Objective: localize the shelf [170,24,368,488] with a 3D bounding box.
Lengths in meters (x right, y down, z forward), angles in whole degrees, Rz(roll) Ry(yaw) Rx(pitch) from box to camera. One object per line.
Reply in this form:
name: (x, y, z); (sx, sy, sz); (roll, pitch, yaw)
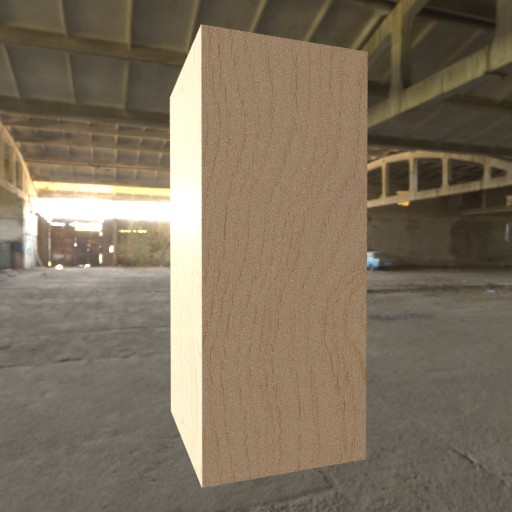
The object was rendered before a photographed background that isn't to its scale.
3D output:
shelf: (0.000, 0.000, 0.750); (0.250, 0.600, 0.290); (0, 1, -19)
